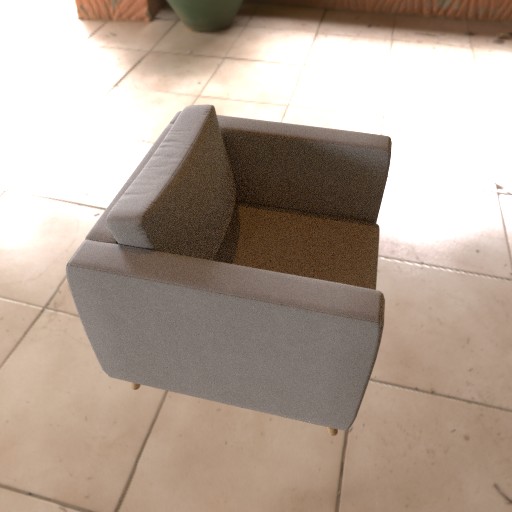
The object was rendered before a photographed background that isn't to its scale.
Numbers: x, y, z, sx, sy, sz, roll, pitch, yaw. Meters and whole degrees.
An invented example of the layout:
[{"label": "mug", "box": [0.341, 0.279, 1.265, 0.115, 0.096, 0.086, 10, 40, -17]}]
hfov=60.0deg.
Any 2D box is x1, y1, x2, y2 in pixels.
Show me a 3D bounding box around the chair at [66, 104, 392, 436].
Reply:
[{"label": "chair", "box": [0.000, 0.000, 1.725, 0.930, 0.860, 1.000, 10, 47, 9]}]
